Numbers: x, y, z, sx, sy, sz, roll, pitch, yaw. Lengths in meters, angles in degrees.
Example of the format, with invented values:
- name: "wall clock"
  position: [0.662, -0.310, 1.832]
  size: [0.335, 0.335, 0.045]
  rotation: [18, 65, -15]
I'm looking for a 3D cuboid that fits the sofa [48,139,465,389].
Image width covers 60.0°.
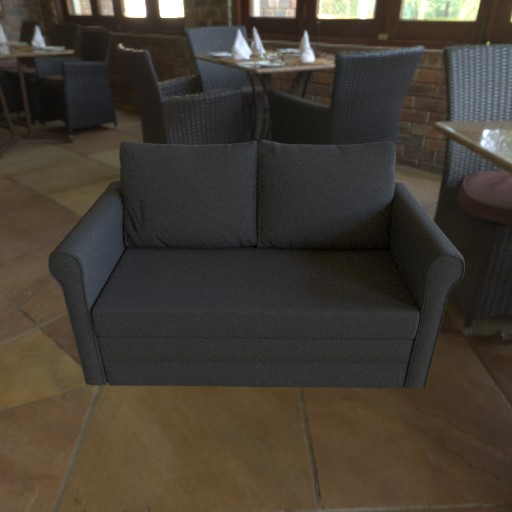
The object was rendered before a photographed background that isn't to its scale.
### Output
- name: "sofa"
  position: [0.000, 0.000, 1.927]
  size: [1.460, 0.872, 0.741]
  rotation: [0, 29, 1]
